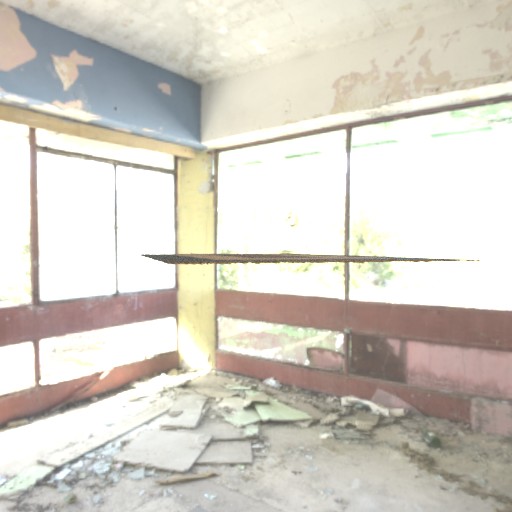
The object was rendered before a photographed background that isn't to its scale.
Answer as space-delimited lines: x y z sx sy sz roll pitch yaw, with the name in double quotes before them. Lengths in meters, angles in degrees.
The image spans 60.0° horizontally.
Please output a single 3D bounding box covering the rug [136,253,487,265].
"rug" 0.000 0.000 1.869 0.920 0.013 1.541 0 1 -18
